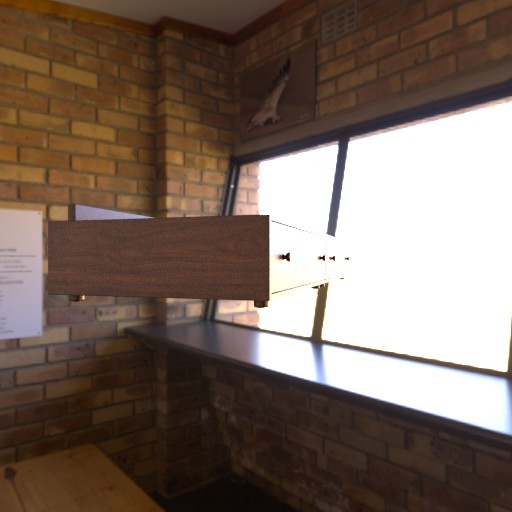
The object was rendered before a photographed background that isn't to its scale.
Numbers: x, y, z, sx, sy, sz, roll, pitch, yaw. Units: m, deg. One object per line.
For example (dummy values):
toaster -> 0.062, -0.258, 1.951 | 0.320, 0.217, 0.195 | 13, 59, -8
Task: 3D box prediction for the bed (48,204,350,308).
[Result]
bed -> 0.000, 0.000, 2.329 | 0.787, 0.326, 2.057 | 0, -1, 18
